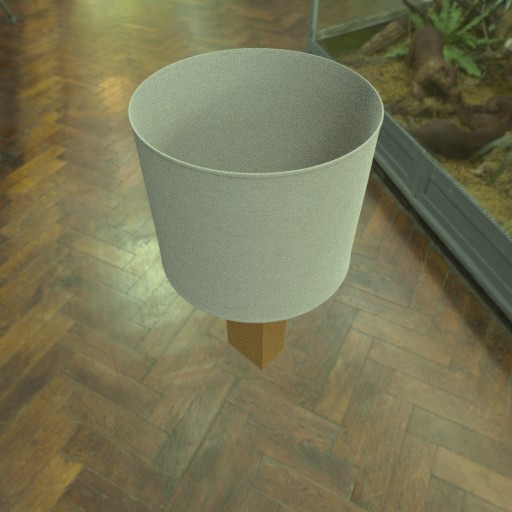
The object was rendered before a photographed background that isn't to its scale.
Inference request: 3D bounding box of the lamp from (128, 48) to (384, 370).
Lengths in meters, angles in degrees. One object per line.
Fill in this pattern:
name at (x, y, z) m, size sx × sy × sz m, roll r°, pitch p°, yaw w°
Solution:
lamp at (0.000, 0.000, 0.555) m, size 0.229 × 0.417 × 0.229 m, roll 33°, pitch 55°, yaw 27°
